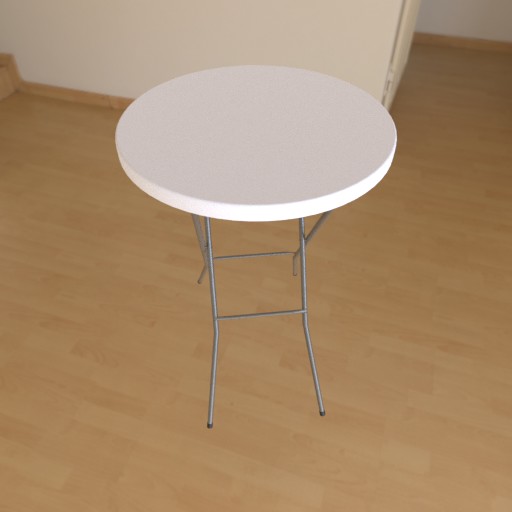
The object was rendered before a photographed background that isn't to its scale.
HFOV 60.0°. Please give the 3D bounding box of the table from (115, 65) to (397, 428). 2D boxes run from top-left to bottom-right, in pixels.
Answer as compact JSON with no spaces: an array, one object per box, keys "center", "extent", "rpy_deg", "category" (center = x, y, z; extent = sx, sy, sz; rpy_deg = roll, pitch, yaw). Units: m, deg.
[{"center":[0.000,0.000,1.663],"extent":[0.792,1.105,0.795],"rpy_deg":[-5,45,-5],"category":"table"}]
